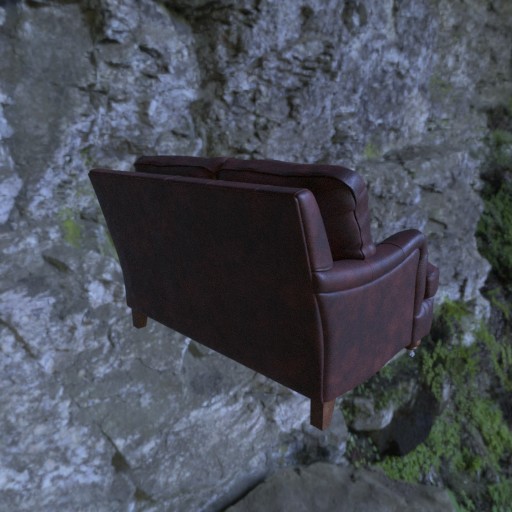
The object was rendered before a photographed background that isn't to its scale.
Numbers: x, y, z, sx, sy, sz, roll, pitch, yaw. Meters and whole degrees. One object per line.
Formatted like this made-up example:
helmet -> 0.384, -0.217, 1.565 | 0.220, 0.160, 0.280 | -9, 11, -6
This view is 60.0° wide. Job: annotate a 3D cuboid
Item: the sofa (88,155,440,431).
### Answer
sofa -> 0.000, 0.000, 2.433 | 1.628, 1.070, 1.148 | 14, 21, 43
